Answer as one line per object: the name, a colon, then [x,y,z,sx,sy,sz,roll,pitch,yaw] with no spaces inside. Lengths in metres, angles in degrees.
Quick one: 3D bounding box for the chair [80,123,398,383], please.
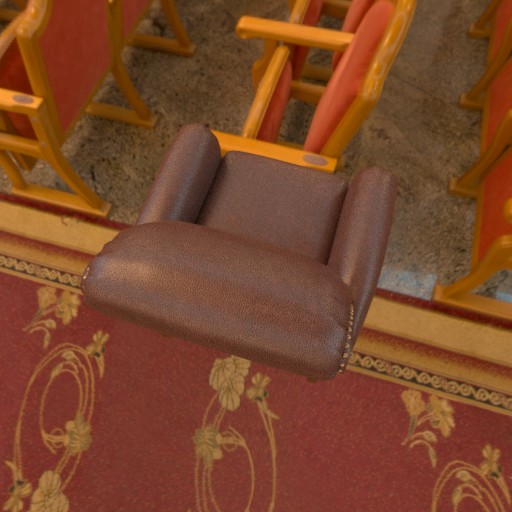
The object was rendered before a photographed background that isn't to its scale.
chair: [0.000,0.000,1.593,0.854,0.927,0.890,15,64,8]
